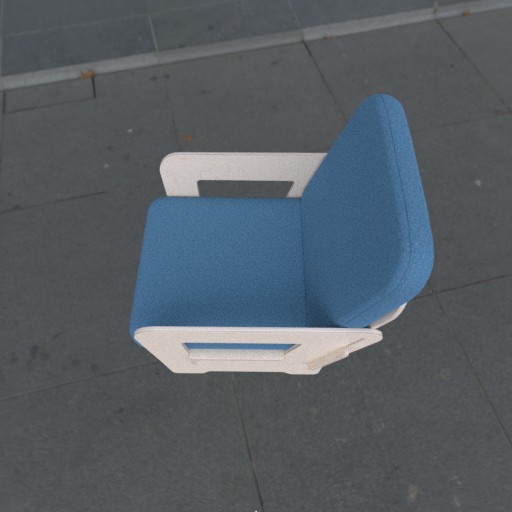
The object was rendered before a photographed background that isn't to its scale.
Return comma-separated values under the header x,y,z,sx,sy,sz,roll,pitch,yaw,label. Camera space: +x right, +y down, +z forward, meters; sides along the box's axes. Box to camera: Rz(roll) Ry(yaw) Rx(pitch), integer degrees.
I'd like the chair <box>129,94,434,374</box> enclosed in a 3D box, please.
x,y,z,sx,sy,sz,roll,pitch,yaw,label
0.000,0.000,1.200,0.657,0.747,0.547,0,60,0,chair
